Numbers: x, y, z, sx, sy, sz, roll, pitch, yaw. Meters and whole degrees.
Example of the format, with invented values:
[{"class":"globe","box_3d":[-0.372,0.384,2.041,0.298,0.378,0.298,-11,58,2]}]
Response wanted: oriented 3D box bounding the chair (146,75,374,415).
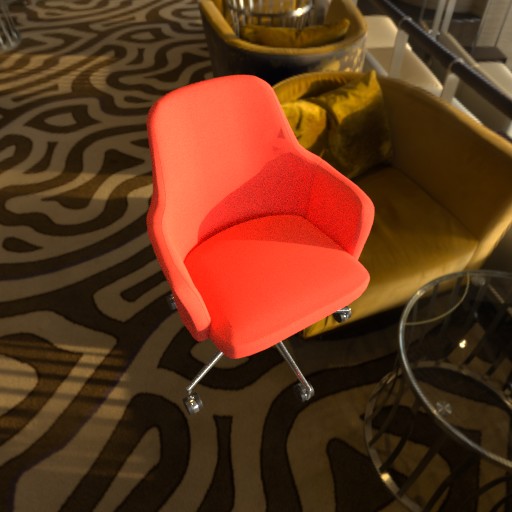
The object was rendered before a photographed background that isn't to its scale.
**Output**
[{"class":"chair","box_3d":[0.000,0.000,1.275,0.655,0.820,0.600,-24,51,-21]}]
